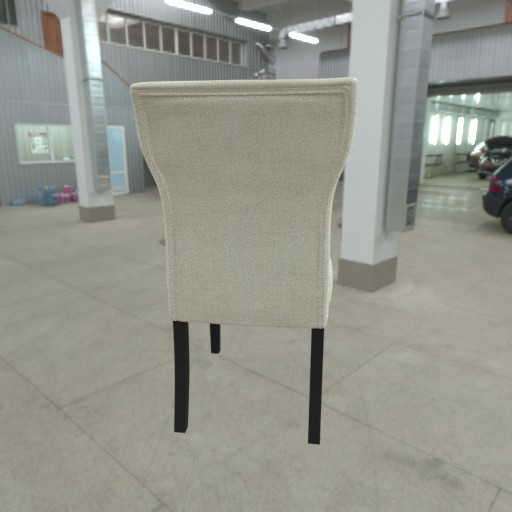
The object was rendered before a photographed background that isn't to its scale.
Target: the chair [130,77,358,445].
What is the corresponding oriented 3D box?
[{"bbox_3d":[0.000,0.000,1.320,0.509,0.921,0.597,2,15,7],"label":"chair"}]
